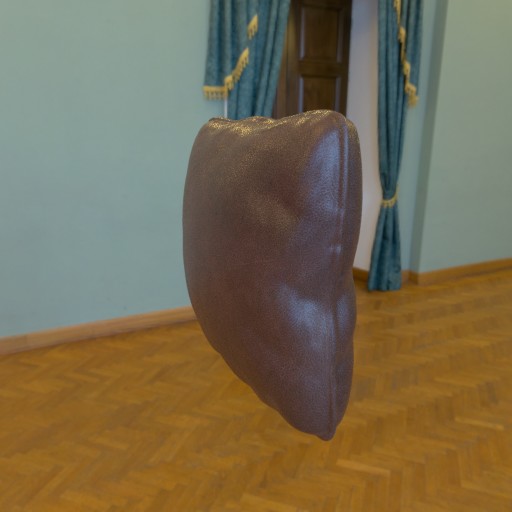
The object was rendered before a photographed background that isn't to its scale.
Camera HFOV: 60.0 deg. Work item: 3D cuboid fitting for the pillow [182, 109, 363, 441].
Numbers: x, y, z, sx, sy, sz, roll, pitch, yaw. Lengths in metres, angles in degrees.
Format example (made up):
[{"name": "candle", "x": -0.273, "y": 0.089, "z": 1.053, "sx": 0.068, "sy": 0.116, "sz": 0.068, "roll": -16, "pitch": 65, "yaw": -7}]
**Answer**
[{"name": "pillow", "x": 0.000, "y": 0.000, "z": 0.857, "sx": 0.236, "sy": 0.523, "sz": 0.532, "roll": -8, "pitch": 18, "yaw": -25}]
